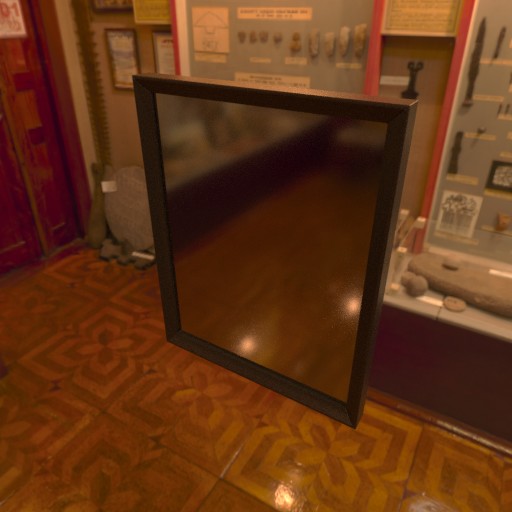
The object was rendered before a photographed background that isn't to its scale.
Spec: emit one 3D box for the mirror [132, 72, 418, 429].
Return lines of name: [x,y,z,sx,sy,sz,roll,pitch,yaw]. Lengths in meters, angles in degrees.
mirror: [0.000,0.000,0.700,0.406,0.509,0.041,17,34,27]
